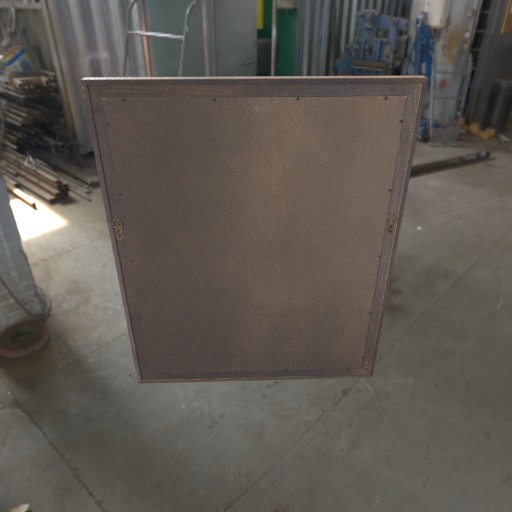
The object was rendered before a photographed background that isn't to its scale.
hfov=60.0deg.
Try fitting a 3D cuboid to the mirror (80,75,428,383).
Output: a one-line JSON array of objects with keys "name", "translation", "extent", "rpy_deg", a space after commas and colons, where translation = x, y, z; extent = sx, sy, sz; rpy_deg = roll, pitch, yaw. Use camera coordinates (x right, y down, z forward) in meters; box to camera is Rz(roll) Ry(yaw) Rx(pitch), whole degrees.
[{"name": "mirror", "translation": [0.000, 0.000, 1.168], "extent": [0.730, 0.882, 0.032], "rpy_deg": [-1, 31, -2]}]
